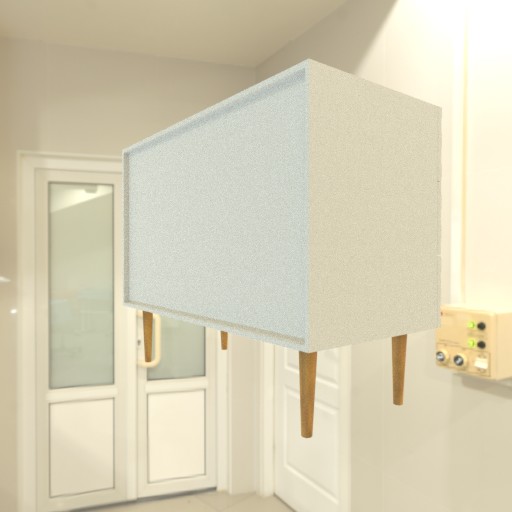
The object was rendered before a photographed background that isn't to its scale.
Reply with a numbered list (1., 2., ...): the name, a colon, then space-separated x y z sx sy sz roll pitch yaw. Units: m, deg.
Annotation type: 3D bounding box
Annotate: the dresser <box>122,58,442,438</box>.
1. dresser: 0.000 0.000 1.299 0.457 0.721 0.905 0 1 -38
